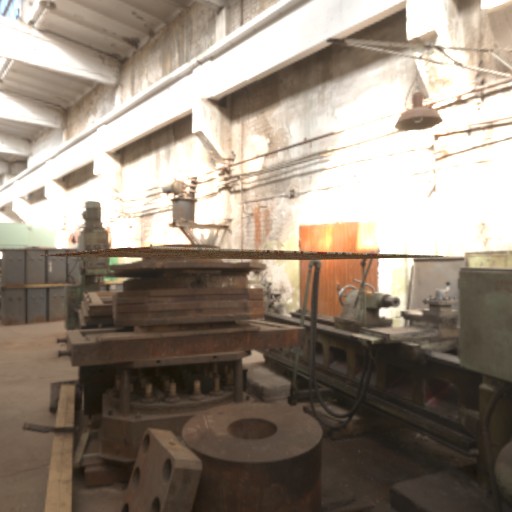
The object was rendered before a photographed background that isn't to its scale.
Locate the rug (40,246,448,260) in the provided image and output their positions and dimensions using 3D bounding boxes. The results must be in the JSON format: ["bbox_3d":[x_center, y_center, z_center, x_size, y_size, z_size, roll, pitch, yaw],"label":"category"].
[{"bbox_3d":[0.000,0.000,2.500,1.997,0.010,1.218,1,-2,-38],"label":"rug"}]
